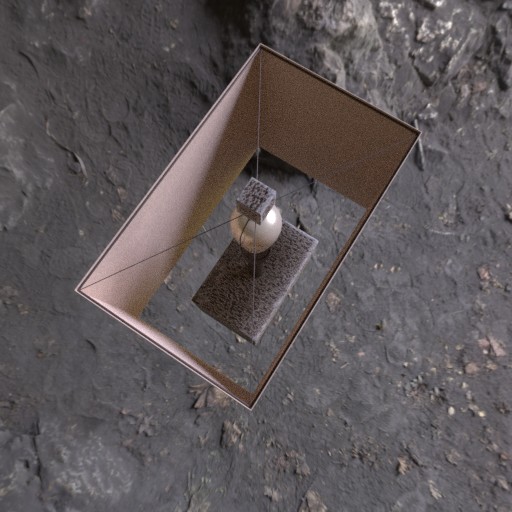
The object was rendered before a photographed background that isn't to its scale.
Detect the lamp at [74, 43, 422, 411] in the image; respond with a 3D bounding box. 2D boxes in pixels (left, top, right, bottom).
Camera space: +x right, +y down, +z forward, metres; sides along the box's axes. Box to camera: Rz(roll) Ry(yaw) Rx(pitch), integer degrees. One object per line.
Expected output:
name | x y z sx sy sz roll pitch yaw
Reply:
lamp | 0.000 0.000 0.567 0.180 0.411 0.294 32 78 8
